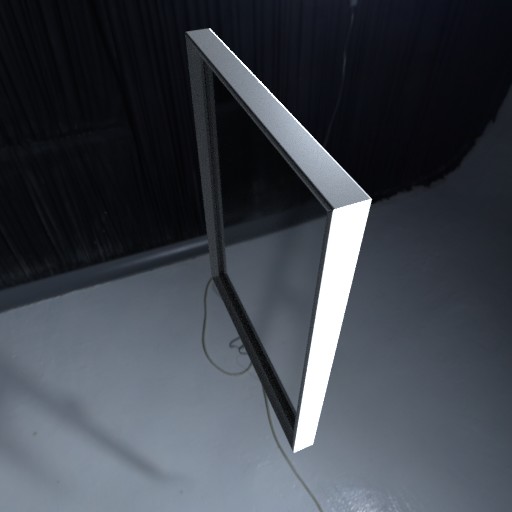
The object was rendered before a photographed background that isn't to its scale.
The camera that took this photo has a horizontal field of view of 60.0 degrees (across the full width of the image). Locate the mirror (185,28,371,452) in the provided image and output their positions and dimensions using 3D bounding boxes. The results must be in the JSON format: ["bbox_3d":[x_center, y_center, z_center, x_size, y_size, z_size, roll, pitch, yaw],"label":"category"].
[{"bbox_3d":[0.000,0.000,0.663,0.041,0.509,0.406,-17,48,-16],"label":"mirror"}]
